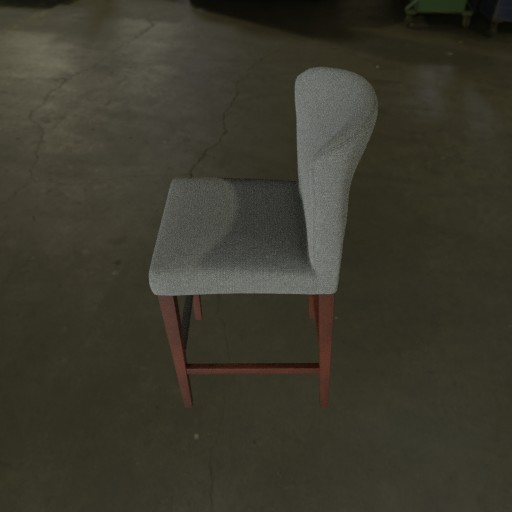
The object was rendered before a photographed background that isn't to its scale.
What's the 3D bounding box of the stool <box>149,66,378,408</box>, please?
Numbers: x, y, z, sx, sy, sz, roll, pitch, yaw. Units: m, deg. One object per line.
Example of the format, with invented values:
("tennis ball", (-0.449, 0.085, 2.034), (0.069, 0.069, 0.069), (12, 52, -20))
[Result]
("stool", (0.000, 0.000, 1.401), (0.568, 1.069, 0.486), (0, 42, 0))
